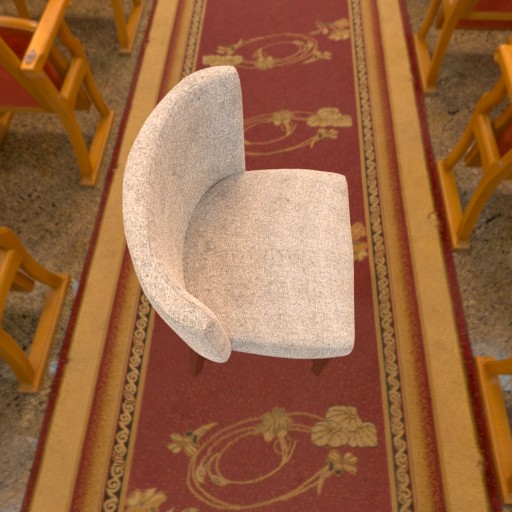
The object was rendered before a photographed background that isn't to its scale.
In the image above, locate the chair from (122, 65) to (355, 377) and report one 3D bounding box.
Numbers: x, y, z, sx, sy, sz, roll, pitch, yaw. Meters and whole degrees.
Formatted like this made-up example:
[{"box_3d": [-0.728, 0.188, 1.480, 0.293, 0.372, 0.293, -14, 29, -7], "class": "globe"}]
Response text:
[{"box_3d": [0.000, 0.000, 1.324, 0.575, 0.827, 0.728, 3, 63, 1], "class": "chair"}]
